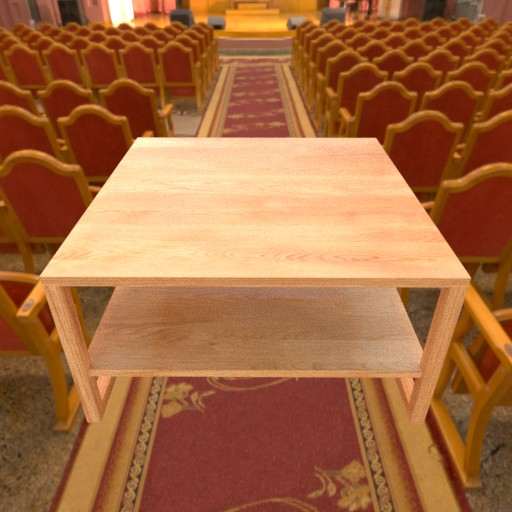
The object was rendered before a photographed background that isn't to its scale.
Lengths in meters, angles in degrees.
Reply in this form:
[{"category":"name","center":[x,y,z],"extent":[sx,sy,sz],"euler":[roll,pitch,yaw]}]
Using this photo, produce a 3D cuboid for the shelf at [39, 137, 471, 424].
[{"category":"shelf","center":[0.000,0.000,1.428],"extent":[0.899,0.480,0.899],"euler":[0,33,0]}]
